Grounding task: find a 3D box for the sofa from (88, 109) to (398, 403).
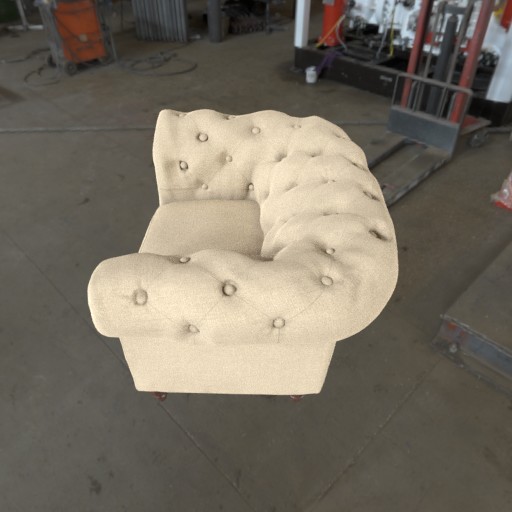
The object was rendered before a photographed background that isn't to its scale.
[{"bbox_3d":[0.000,0.000,1.987,1.034,0.878,1.405,0,40,0],"label":"sofa"}]
